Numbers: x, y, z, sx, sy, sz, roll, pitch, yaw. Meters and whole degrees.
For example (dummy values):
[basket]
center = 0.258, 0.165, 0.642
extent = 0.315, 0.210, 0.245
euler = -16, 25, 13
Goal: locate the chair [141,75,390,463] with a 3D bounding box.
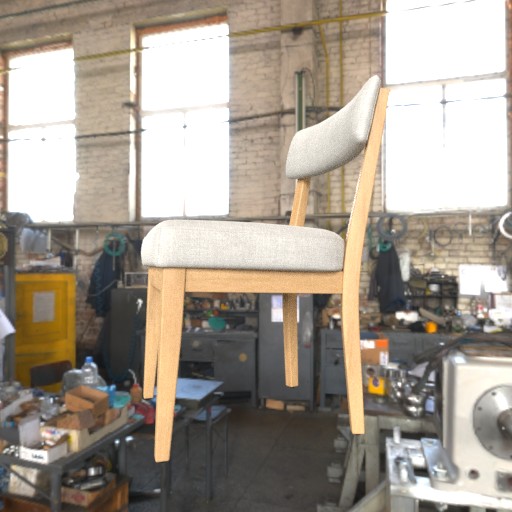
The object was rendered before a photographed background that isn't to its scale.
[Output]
[chair]
center = 0.000, 0.000, 1.173
extent = 0.572, 0.832, 0.508
euler = 0, -1, -17
